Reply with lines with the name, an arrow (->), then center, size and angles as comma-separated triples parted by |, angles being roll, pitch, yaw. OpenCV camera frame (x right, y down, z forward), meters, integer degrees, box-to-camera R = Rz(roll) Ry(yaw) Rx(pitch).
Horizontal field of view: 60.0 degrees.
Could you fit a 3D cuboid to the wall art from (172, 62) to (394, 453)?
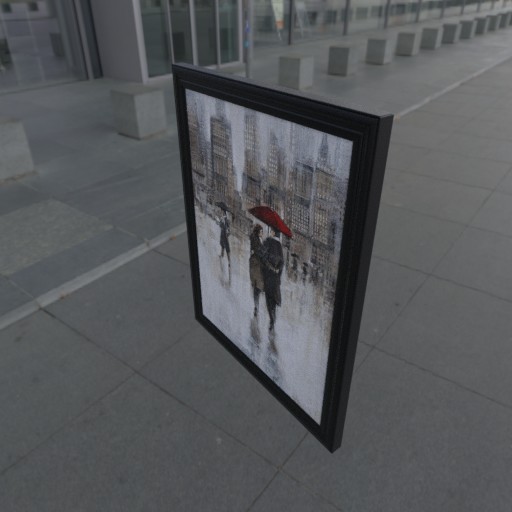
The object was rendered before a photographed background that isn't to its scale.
wall art -> 0.000, 0.000, 1.613 | 0.053, 1.194, 0.950 | -22, 38, -31
